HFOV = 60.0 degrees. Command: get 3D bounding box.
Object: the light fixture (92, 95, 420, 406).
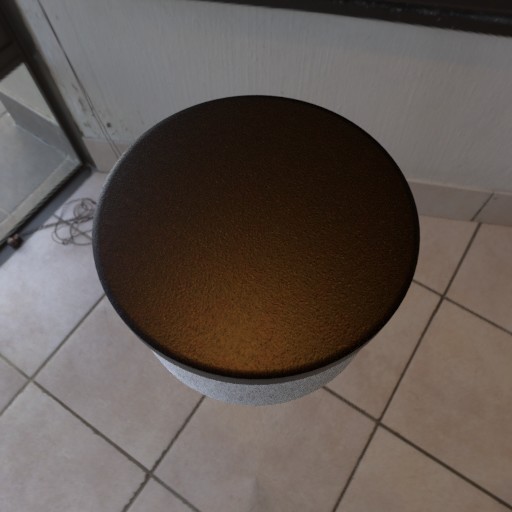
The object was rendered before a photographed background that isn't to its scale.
[{"bbox_3d":[0.000,0.000,0.632,0.389,0.229,0.389,0,63,0],"label":"light fixture"}]
